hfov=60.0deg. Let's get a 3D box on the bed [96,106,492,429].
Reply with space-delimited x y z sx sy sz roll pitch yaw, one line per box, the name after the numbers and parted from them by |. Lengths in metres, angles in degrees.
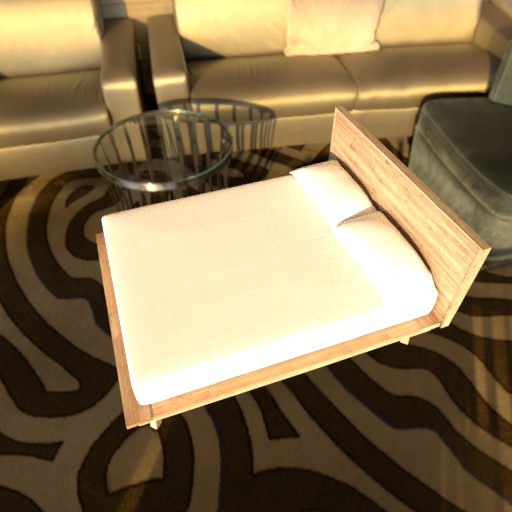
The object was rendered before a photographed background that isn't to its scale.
0.000 0.000 3.149 2.145 1.071 1.759 -14 47 -14 | bed
